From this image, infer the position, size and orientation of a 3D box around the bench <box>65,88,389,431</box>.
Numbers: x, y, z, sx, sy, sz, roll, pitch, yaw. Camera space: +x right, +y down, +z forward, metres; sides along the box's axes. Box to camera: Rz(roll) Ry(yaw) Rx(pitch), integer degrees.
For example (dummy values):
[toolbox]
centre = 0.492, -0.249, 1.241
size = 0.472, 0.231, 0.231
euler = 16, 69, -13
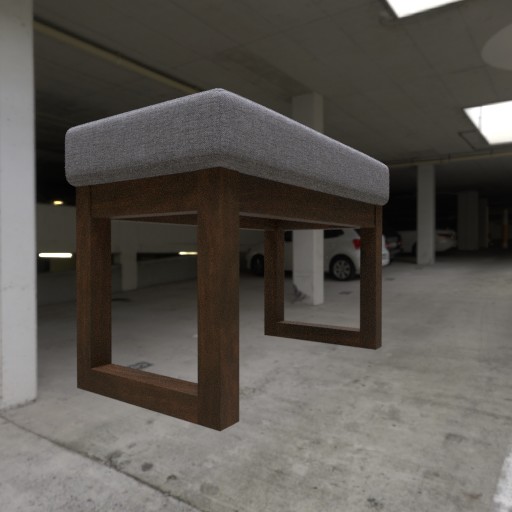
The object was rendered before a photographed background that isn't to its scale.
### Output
[bench]
centre = 0.000, 0.000, 0.957
size = 0.366, 0.467, 0.681
euler = 1, 1, 35
